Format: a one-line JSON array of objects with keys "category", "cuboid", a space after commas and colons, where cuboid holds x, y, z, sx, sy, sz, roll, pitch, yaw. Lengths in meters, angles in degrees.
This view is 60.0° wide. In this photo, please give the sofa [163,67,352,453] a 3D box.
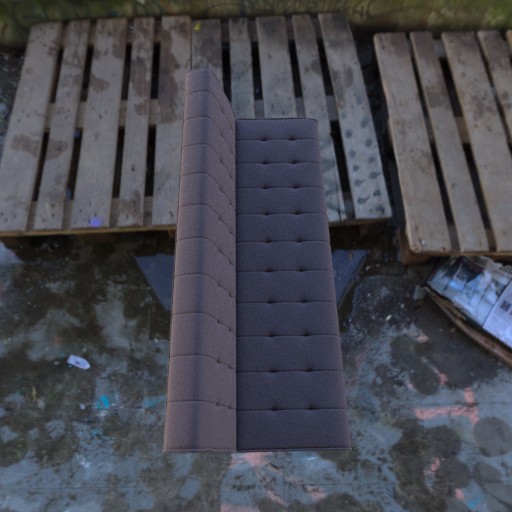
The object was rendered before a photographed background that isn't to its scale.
[{"category": "sofa", "cuboid": [0.000, 0.000, 2.100, 0.747, 0.699, 1.703, -1, 65, -1]}]
